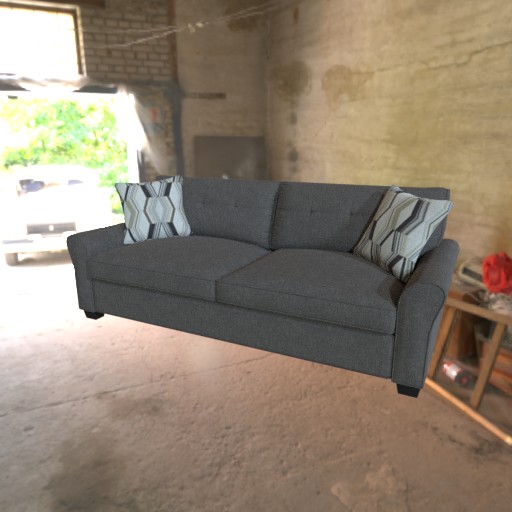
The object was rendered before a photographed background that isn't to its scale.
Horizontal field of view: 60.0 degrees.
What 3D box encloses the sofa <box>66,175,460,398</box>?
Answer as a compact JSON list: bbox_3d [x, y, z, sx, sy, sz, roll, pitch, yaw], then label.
[{"bbox_3d":[0.000,0.000,2.486,2.032,0.813,0.889,7,16,26],"label":"sofa"}]
